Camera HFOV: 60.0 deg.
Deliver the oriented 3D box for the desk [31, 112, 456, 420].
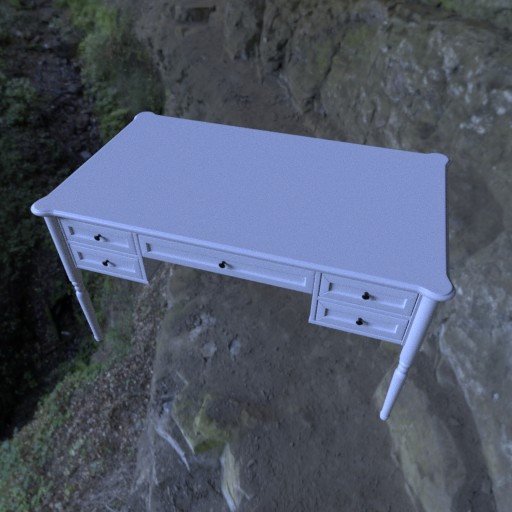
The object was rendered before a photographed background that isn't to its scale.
[{"bbox_3d":[0.000,0.000,1.877,1.380,0.762,0.807,12,44,13],"label":"desk"}]
